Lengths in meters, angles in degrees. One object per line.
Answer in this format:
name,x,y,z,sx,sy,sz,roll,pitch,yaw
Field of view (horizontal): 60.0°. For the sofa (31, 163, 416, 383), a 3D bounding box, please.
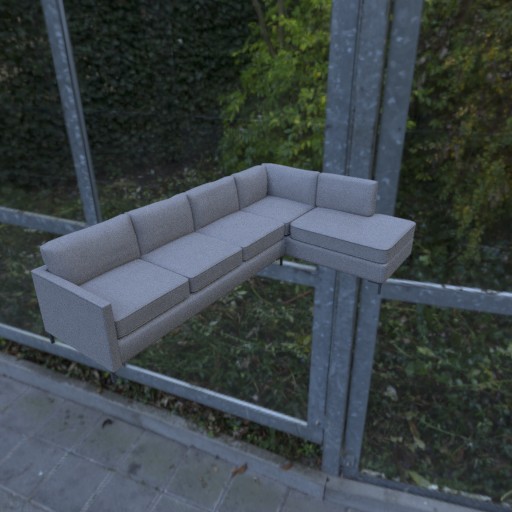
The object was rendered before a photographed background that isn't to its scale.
sofa,0.000,0.000,4.331,2.077,0.964,3.331,18,32,31
